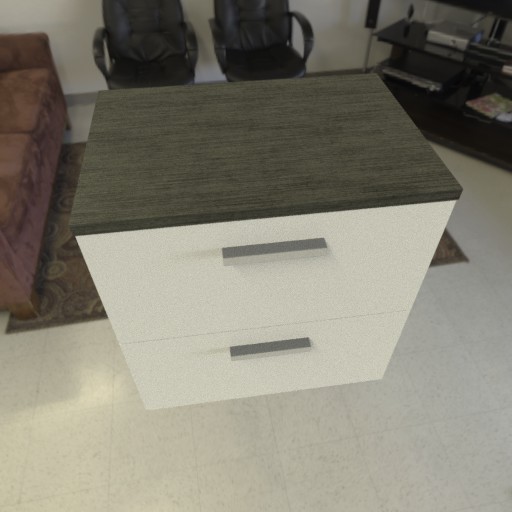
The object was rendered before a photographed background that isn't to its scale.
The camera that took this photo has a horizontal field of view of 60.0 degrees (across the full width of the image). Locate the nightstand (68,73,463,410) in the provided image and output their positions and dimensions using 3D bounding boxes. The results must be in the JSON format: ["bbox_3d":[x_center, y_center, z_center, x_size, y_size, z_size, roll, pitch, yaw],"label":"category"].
[{"bbox_3d":[0.000,0.000,0.755,0.441,0.460,0.325,-6,47,-6],"label":"nightstand"}]
